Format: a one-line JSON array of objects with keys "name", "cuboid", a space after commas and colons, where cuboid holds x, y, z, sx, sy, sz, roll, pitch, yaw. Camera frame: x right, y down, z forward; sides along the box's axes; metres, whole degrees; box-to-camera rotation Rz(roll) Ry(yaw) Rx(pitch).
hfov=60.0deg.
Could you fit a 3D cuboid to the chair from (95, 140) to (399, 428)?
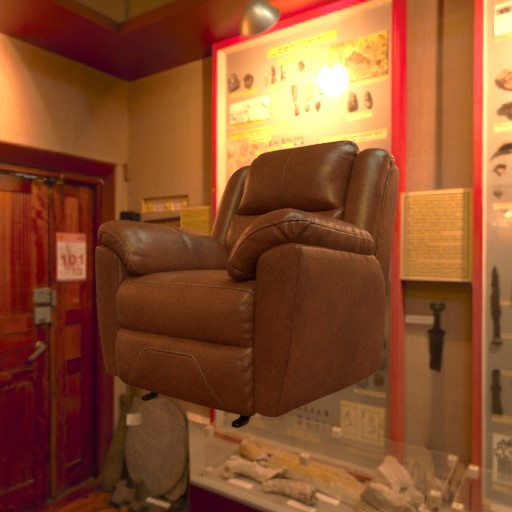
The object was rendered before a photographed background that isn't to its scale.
[{"name": "chair", "cuboid": [0.000, 0.000, 1.918, 0.990, 1.093, 1.041, 0, 1, 36]}]
